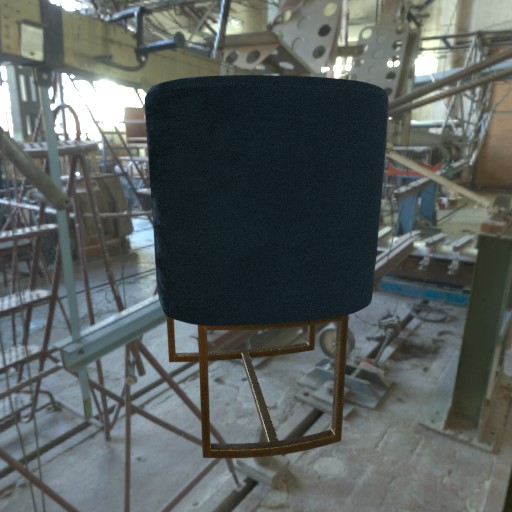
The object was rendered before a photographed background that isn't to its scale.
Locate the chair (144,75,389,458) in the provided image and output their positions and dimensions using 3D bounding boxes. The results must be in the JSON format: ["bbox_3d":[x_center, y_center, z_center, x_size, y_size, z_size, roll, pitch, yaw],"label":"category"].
[{"bbox_3d":[0.000,0.000,1.164,0.530,0.824,0.560,-3,15,-10],"label":"chair"}]
